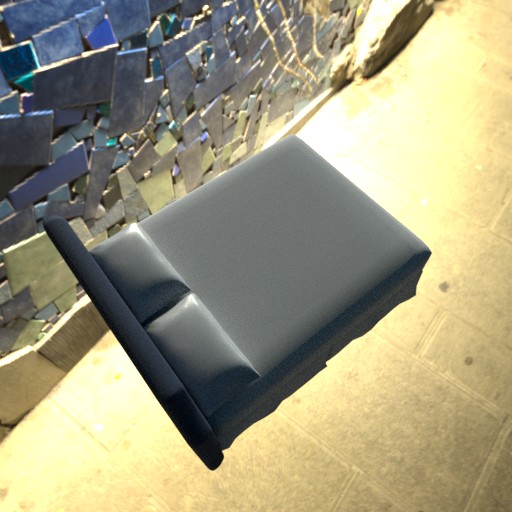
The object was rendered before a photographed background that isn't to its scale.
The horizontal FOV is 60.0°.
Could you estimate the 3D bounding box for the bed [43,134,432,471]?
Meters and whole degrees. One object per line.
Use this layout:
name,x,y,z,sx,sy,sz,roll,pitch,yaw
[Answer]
bed,0.000,0.000,3.329,2.260,1.297,1.831,-34,65,-19
